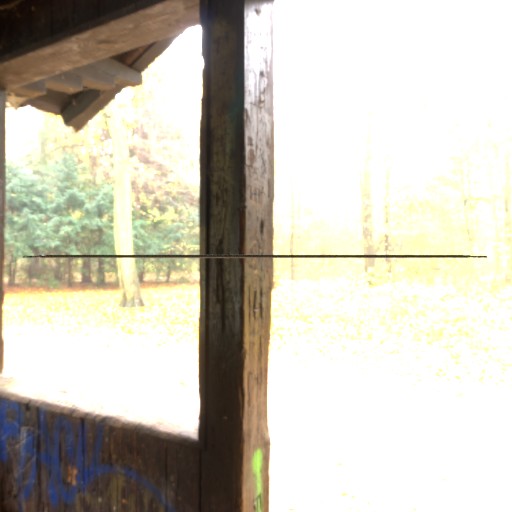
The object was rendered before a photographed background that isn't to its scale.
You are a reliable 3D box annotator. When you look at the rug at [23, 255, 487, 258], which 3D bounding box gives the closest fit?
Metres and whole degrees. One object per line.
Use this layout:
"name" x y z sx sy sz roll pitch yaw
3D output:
"rug" 0.000 0.000 2.360 1.872 0.013 1.243 0 0 2
